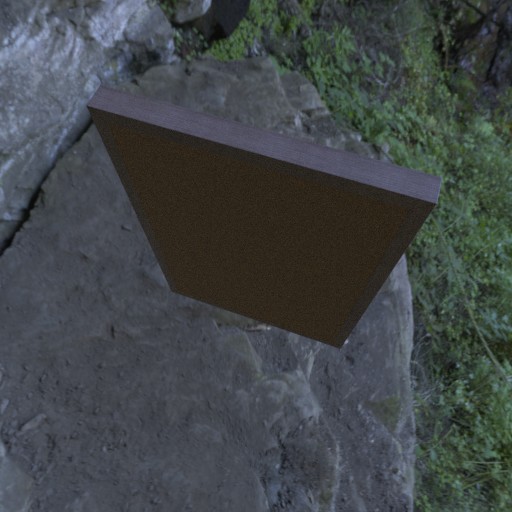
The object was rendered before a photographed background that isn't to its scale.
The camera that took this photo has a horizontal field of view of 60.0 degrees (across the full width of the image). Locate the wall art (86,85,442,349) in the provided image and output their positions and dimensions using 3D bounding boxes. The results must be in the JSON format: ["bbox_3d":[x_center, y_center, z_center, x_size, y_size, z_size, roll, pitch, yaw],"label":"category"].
[{"bbox_3d":[0.000,0.000,0.658,0.356,0.509,0.031,18,65,9],"label":"wall art"}]
